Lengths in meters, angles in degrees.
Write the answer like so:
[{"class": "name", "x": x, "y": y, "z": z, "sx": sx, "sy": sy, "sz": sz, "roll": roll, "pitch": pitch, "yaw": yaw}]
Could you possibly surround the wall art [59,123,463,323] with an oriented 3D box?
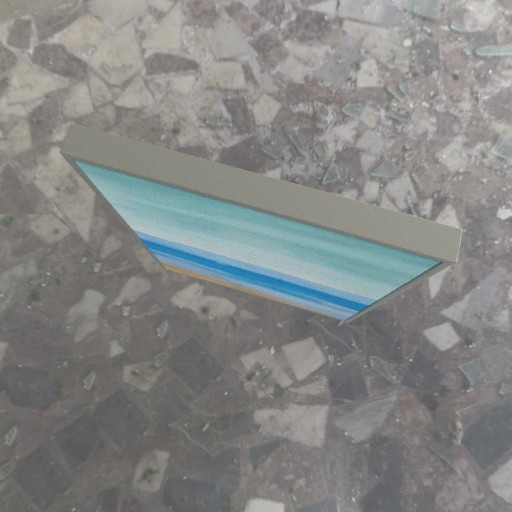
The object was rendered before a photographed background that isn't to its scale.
[{"class": "wall art", "x": 0.000, "y": 0.000, "z": 0.747, "sx": 0.445, "sy": 0.553, "sz": 0.039, "roll": 16, "pitch": 76, "yaw": 4}]
